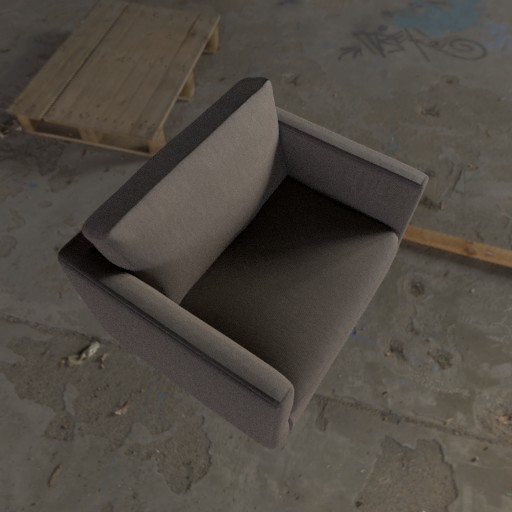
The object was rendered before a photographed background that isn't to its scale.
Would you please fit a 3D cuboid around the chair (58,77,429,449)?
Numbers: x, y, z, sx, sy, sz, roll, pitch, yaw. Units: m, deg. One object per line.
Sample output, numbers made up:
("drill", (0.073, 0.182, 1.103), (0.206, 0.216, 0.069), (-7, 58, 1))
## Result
("chair", (0.000, 0.000, 1.827), (0.959, 0.963, 1.107), (30, 62, 18))
